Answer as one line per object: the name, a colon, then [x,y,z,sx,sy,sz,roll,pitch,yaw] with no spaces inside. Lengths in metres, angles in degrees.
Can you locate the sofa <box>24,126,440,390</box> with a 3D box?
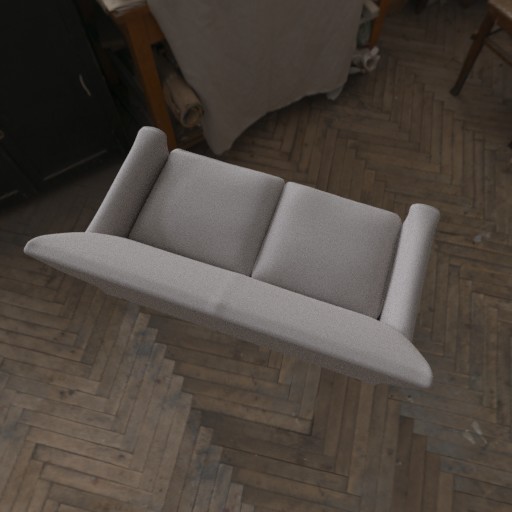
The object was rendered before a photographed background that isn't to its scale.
sofa: [0.000,0.000,2.062,1.482,0.890,0.888,17,67,8]
